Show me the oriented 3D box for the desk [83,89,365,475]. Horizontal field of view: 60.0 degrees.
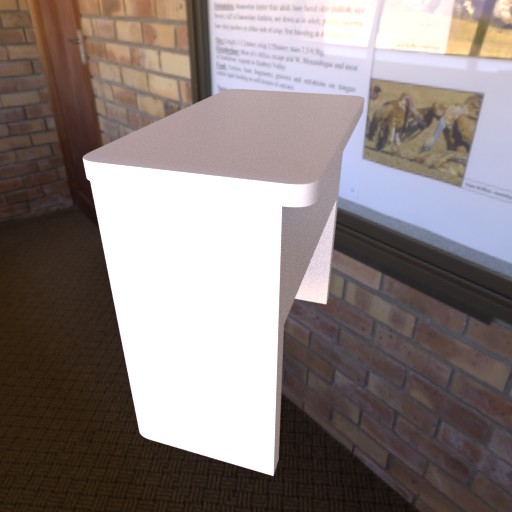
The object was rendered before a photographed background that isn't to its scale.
[{"bbox_3d":[0.000,0.000,1.263,0.446,0.760,0.790,9,31,15],"label":"desk"}]
